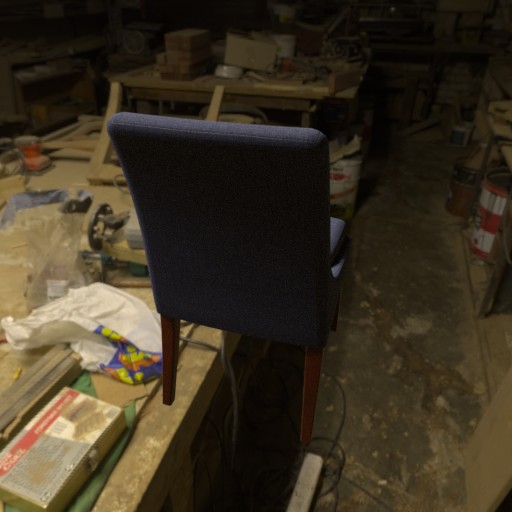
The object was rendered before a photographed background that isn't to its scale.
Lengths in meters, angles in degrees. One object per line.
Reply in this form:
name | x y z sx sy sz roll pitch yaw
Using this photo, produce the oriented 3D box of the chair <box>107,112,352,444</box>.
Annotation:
chair | 0.000 0.000 1.329 0.508 0.952 0.655 10 33 15
